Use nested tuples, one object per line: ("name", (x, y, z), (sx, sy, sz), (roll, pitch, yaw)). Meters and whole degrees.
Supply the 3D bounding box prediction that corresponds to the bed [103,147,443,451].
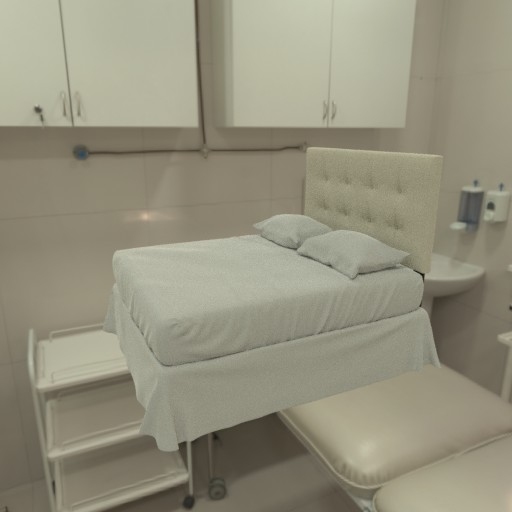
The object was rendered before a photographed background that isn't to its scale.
("bed", (0.000, 0.000, 3.476), (2.222, 1.577, 1.936), (-8, 18, -25))
